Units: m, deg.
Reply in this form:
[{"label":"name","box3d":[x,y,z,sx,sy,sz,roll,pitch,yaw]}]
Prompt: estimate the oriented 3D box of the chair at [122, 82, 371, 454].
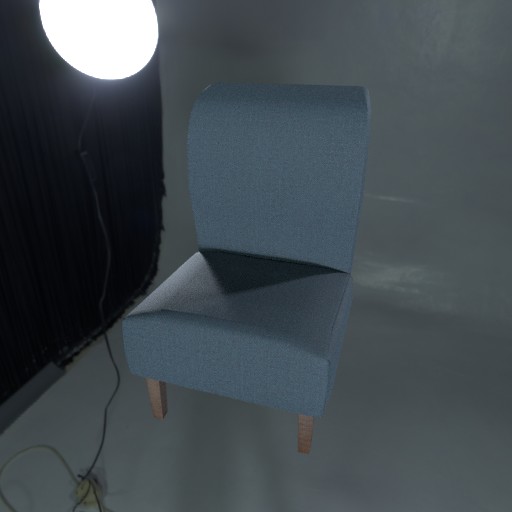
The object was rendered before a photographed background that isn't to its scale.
[{"label":"chair","box3d":[0.000,0.000,1.172,0.513,0.804,0.592,7,27,15]}]
